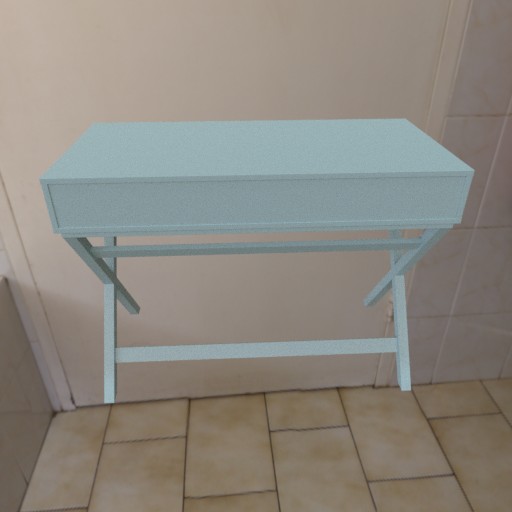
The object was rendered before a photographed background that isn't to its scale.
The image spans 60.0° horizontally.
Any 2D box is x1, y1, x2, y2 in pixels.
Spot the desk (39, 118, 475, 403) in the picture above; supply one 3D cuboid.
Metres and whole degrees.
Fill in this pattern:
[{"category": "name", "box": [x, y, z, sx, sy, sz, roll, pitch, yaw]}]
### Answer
[{"category": "desk", "box": [0.000, 0.000, 1.499, 1.057, 0.780, 0.525, -2, 31, -3]}]
